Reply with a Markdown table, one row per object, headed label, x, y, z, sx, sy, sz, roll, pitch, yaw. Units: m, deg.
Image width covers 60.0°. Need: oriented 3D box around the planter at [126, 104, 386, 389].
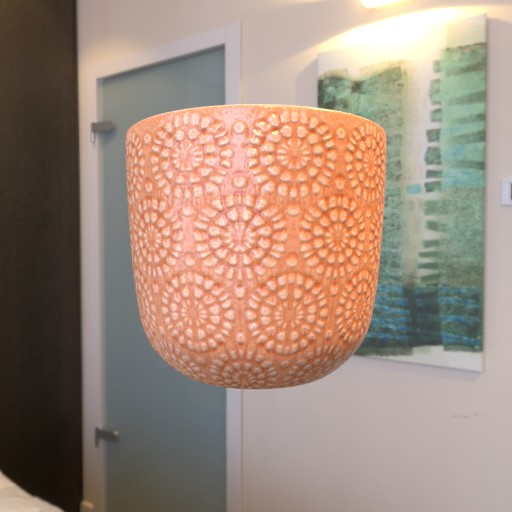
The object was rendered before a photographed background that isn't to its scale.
| label | x | y | z | sx | sy | sz | roll | pitch | yaw |
| --- | --- | --- | --- | --- | --- | --- | --- | --- | --- |
| planter | 0.000 | 0.000 | 0.371 | 0.208 | 0.190 | 0.208 | 0 | 2 | 0 |
